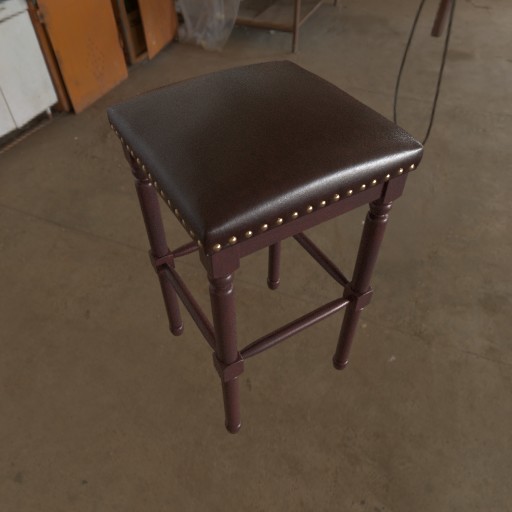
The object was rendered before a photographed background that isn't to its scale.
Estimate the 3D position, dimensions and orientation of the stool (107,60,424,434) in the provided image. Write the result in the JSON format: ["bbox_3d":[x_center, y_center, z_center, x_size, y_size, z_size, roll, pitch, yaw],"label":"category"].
[{"bbox_3d":[0.000,0.000,0.935,0.383,0.702,0.382,-24,50,-21],"label":"stool"}]
